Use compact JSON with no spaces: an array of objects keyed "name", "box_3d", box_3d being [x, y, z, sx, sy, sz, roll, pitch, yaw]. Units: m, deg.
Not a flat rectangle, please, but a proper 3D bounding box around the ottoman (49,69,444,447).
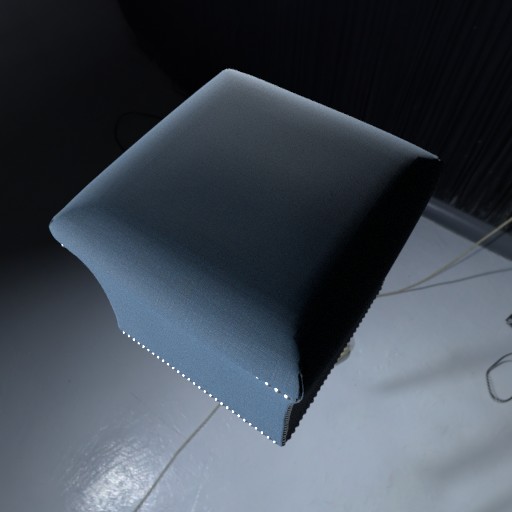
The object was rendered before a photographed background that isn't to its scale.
[{"name":"ottoman","box_3d":[0.000,0.000,0.903,0.497,0.475,0.507,30,62,18]}]
